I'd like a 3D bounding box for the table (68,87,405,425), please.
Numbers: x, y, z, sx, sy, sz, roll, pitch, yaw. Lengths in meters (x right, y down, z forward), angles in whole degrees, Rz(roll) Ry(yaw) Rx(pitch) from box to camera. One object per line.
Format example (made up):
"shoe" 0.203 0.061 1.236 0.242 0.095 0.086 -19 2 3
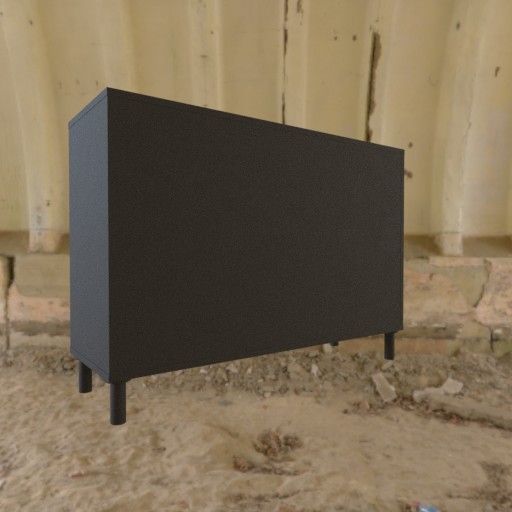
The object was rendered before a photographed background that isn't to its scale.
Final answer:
"table" 0.000 0.000 1.615 1.200 0.855 0.400 -1 1 -36
